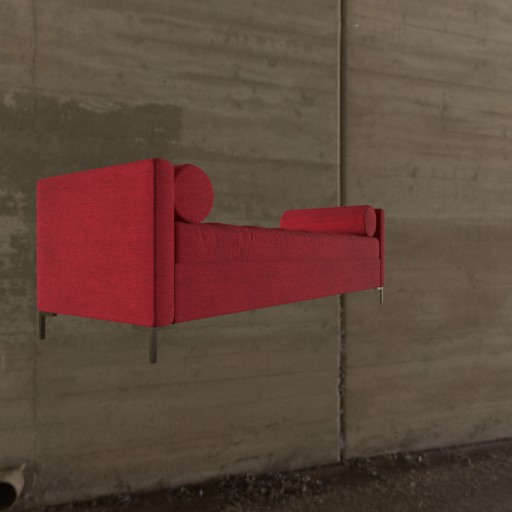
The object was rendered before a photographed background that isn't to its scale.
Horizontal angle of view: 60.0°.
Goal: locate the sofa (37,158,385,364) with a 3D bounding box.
[{"bbox_3d":[0.000,0.000,2.322,0.686,0.635,1.981,0,1,36],"label":"sofa"}]
